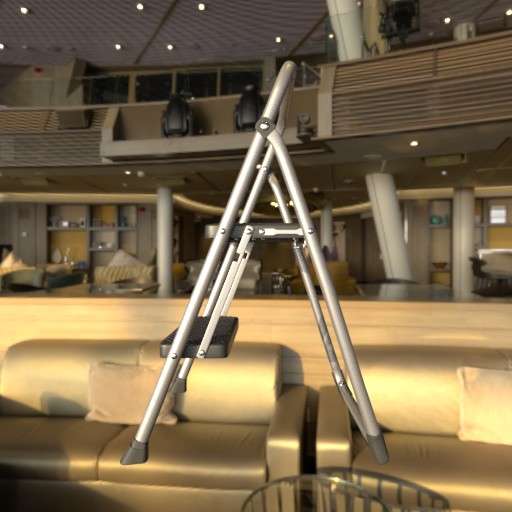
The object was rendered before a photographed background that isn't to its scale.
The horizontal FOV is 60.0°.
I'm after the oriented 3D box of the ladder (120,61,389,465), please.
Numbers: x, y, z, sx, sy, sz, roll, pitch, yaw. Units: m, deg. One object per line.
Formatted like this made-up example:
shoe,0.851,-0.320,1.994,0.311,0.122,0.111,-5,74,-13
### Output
ladder,0.000,0.000,0.973,0.472,0.720,0.430,0,0,1
